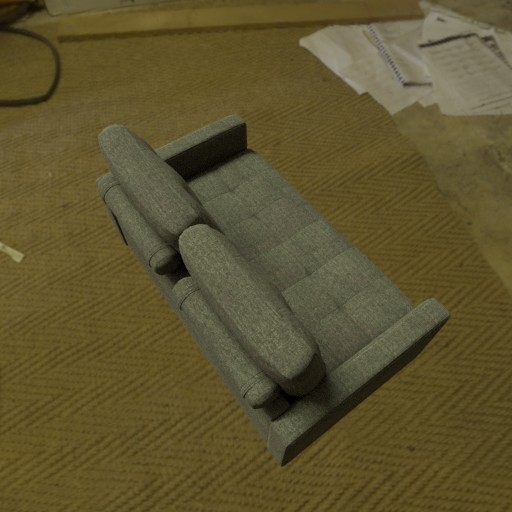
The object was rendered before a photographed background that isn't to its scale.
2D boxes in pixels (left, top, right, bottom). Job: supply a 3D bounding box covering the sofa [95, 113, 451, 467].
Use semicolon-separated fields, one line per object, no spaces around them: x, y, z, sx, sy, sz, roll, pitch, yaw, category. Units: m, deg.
0.000;0.000;1.909;0.842;0.907;1.407;-32;62;-19;sofa
